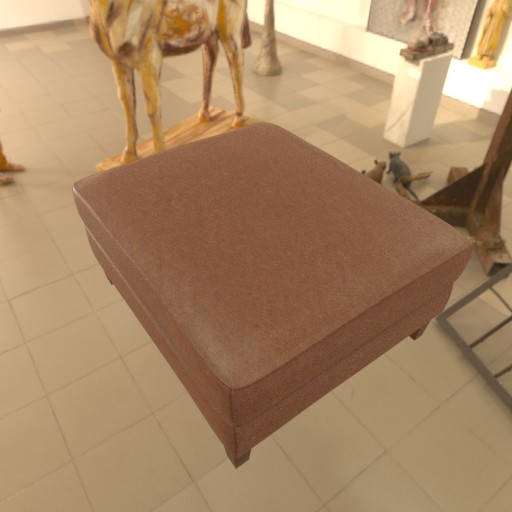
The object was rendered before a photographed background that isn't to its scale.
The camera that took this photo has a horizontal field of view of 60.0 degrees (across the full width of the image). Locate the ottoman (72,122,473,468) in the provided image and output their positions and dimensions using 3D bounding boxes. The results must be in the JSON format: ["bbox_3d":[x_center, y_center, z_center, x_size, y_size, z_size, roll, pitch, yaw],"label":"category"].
[{"bbox_3d":[0.000,0.000,1.461,0.836,0.472,0.987,-26,48,-26],"label":"ottoman"}]
